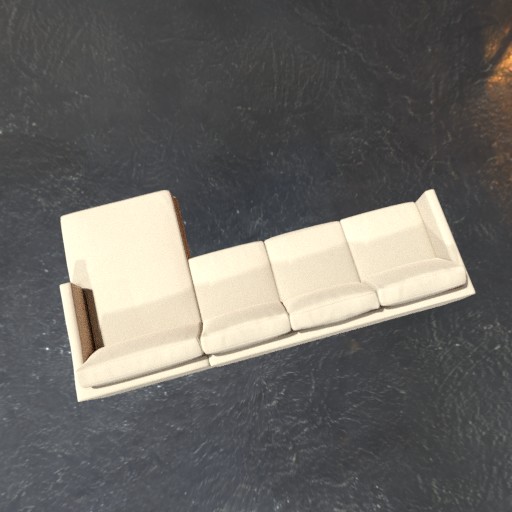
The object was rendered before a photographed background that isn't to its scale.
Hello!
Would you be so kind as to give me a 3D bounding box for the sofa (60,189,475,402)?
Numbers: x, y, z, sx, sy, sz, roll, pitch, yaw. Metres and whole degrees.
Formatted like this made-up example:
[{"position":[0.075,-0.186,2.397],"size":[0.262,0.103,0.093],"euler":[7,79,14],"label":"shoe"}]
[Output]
[{"position":[0.000,0.000,3.822],"size":[3.186,0.861,1.625],"euler":[-15,76,-4],"label":"sofa"}]
